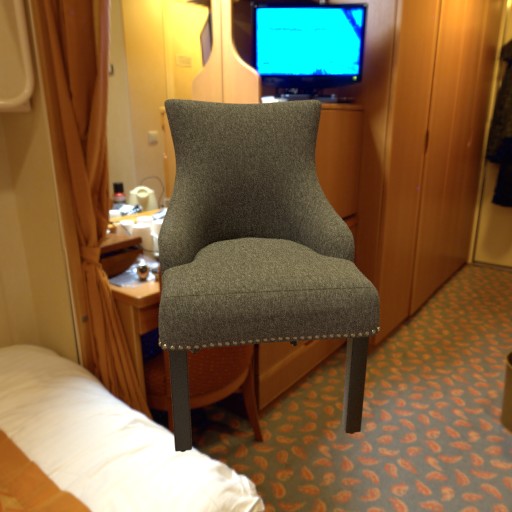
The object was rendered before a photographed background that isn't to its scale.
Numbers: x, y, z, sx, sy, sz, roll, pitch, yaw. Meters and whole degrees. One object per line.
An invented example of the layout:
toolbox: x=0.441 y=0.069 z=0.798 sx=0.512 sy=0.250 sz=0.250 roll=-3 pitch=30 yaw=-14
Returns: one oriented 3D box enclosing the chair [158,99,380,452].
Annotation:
chair: x=0.000 y=0.000 z=1.333 sx=0.566 sy=0.909 sz=0.629 roll=-3 pitch=17 yaw=-8
